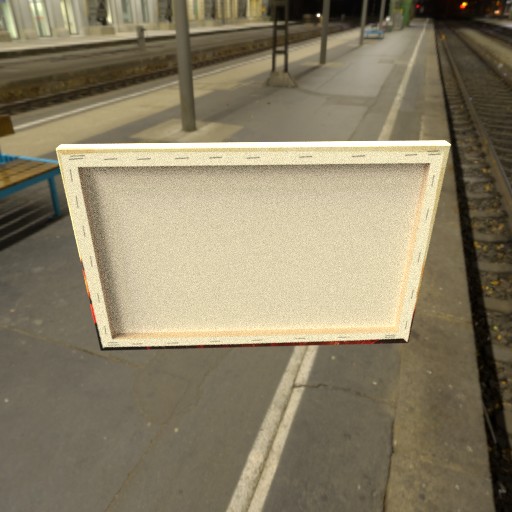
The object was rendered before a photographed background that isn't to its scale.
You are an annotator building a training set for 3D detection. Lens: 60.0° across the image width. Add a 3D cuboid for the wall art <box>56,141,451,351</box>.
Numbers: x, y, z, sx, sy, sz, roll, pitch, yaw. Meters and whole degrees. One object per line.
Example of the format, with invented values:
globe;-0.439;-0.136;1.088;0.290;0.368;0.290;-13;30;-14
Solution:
wall art;0.000;0.000;1.189;0.918;0.602;0.038;-1;29;-2
